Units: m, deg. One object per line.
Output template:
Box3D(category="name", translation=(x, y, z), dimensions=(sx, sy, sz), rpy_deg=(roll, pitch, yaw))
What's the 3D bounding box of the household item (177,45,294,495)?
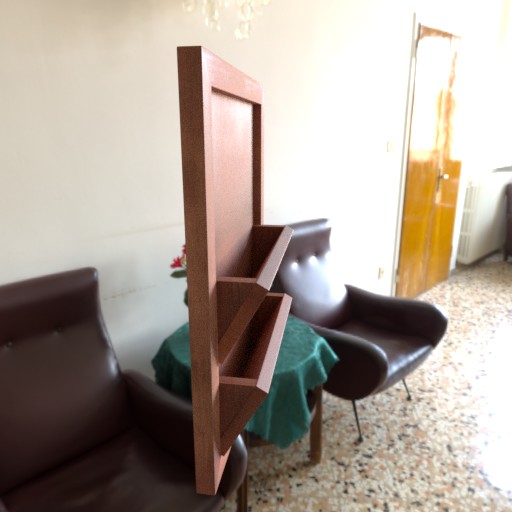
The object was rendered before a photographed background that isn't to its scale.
Box3D(category="household item", translation=(0.000, 0.000, 0.526), dimensions=(0.067, 0.407, 0.310), rpy_deg=(3, 16, 9))
